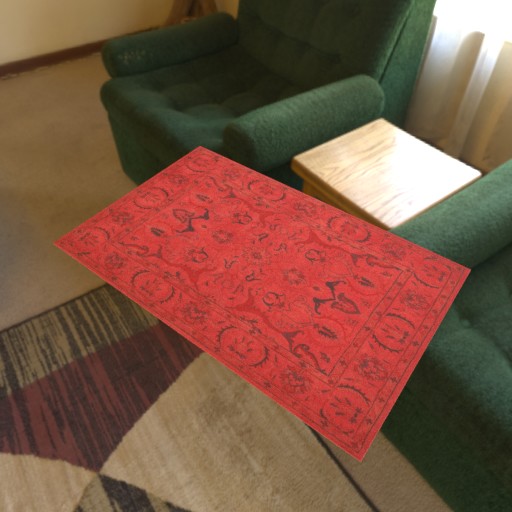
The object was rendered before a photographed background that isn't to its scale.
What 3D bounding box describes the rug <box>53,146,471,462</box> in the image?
[{"bbox_3d":[0.000,0.000,3.030,2.423,0.010,1.534,29,53,24],"label":"rug"}]
